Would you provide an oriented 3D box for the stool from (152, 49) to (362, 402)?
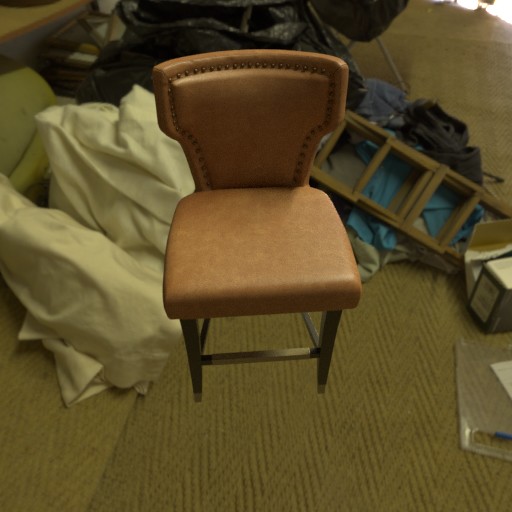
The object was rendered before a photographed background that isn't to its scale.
[{"bbox_3d":[0.000,0.000,1.413,0.526,1.092,0.563,-3,47,-3],"label":"stool"}]
